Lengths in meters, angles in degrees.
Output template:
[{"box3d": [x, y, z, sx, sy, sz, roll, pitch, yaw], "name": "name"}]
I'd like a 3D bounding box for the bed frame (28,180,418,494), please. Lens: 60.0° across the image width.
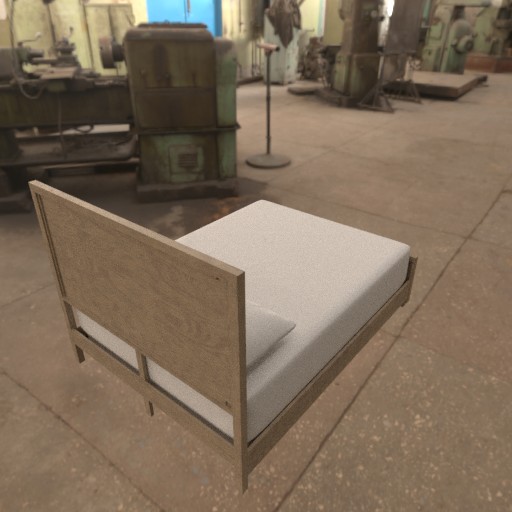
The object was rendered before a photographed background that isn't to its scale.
[{"box3d": [0.000, 0.000, 3.194, 1.606, 1.369, 2.189, 22, 36, 33], "name": "bed frame"}]
